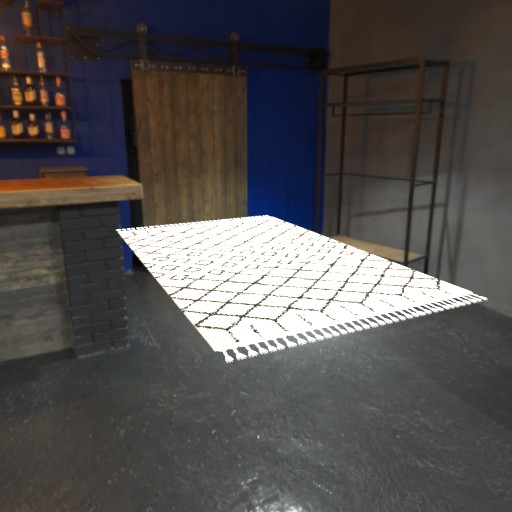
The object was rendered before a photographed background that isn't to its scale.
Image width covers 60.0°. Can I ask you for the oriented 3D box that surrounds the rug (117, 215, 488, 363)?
[{"bbox_3d":[0.000,0.000,2.472,1.196,0.008,2.006,-8,18,-25],"label":"rug"}]
